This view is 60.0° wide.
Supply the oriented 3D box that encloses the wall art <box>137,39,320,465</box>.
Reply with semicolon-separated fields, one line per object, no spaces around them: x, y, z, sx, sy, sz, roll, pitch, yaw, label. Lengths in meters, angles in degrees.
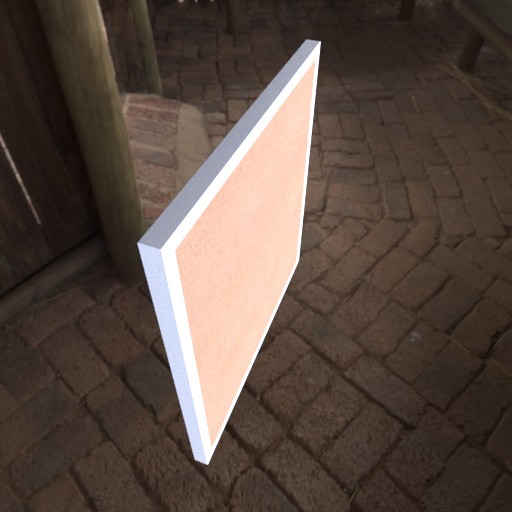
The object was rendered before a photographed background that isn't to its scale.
0.000;0.000;1.091;0.036;0.760;0.760;16;48;15;wall art
